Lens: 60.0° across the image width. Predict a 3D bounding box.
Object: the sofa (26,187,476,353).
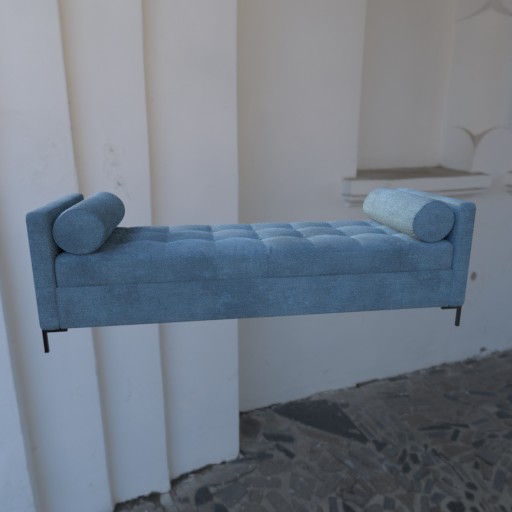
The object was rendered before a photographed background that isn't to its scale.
[{"bbox_3d":[0.000,0.000,2.314,1.981,0.635,0.686,-2,15,-8],"label":"sofa"}]
